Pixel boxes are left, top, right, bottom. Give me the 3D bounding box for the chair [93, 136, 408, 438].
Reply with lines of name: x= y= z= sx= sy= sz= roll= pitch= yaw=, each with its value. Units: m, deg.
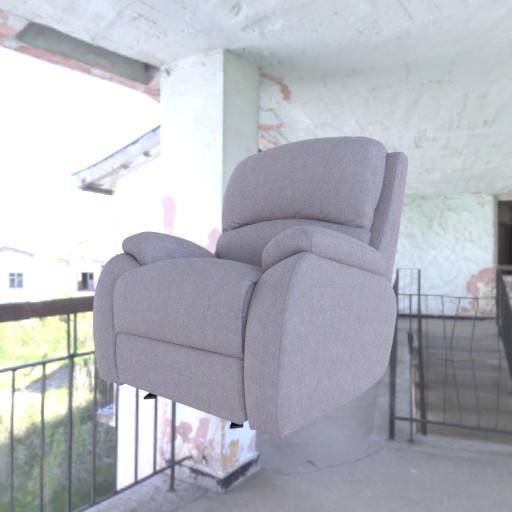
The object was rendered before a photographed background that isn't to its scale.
chair: x=0.000 y=0.000 z=1.713 sx=0.930 sy=1.011 sz=0.899 roll=0 pitch=0 yaw=40
